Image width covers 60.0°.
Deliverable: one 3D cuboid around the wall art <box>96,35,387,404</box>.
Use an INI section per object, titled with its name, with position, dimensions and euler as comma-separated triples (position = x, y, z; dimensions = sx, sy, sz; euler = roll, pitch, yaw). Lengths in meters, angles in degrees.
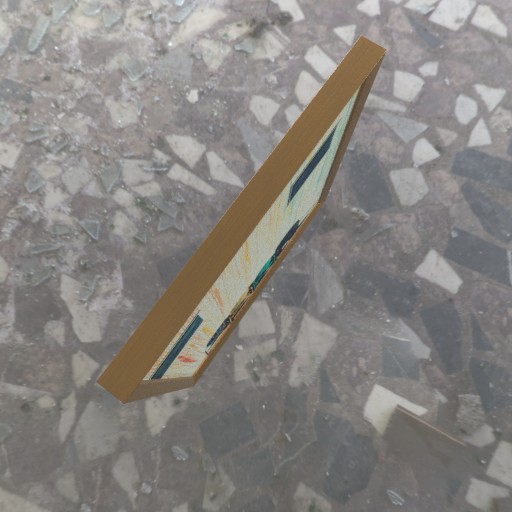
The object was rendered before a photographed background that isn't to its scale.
[wall art]
position = 0.000, 0.000, 0.738
dimensions = 0.037, 0.505, 0.505
euler = 34, 78, 8
